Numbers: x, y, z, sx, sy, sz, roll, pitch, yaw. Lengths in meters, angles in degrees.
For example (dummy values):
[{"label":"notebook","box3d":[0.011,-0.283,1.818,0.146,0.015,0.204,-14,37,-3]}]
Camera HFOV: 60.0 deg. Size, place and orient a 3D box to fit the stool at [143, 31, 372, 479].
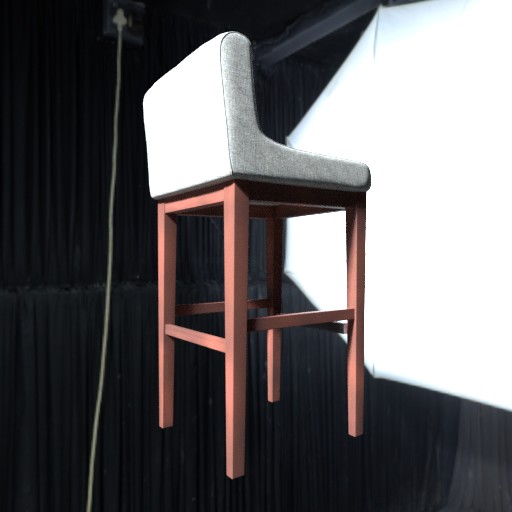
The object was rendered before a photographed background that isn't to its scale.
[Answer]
[{"label":"stool","box3d":[0.000,0.000,1.227,0.499,0.965,0.426,0,-1,-36]}]
